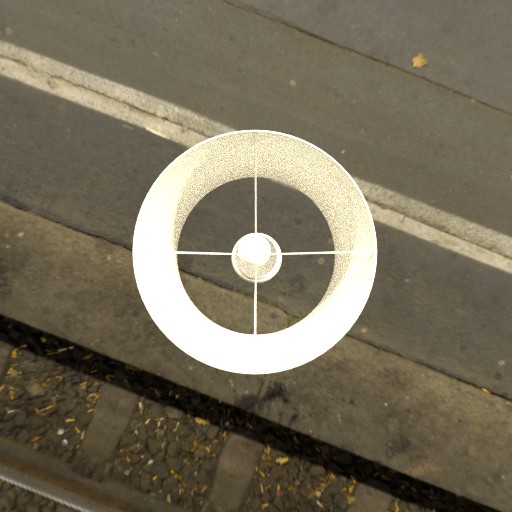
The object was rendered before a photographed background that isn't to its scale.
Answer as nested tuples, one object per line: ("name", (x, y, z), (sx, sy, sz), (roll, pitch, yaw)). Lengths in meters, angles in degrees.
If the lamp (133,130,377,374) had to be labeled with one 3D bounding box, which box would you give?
("lamp", (0.000, 0.000, 0.730), (0.250, 0.597, 0.250), (0, 89, 0))
